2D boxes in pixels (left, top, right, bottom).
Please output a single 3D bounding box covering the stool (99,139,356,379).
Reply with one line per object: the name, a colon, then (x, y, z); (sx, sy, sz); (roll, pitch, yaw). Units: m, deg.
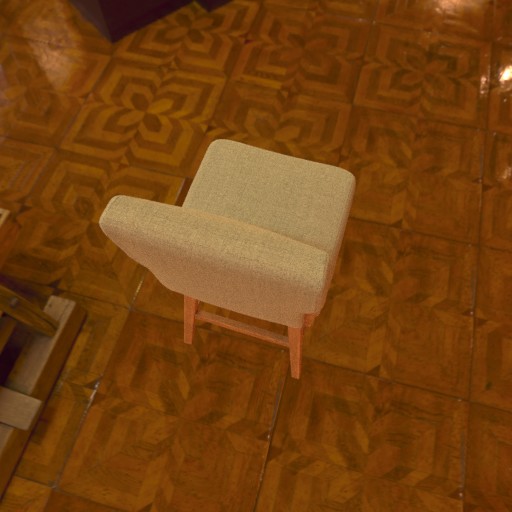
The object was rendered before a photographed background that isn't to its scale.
stool: (0.000, 0.000, 1.358); (0.483, 1.106, 0.569); (16, 65, 8)
